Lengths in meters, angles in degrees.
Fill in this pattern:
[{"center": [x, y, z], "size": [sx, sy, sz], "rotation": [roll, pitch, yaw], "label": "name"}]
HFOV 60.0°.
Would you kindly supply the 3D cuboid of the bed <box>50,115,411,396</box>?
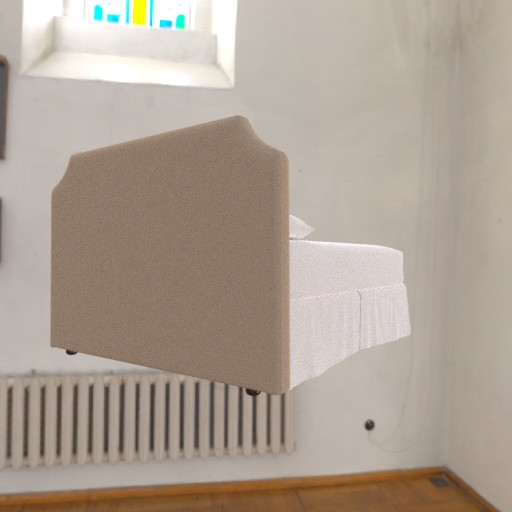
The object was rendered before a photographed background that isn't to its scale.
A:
[{"center": [0.000, 0.000, 3.309], "size": [1.828, 1.301, 2.204], "rotation": [0, 0, 36], "label": "bed"}]
